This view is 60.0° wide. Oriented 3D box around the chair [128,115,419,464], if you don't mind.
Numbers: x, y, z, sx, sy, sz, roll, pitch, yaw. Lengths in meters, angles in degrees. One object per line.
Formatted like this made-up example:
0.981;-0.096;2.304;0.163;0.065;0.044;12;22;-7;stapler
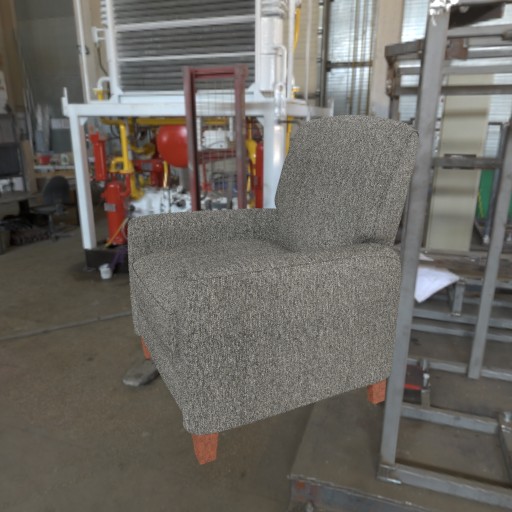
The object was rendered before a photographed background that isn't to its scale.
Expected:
0.000;0.000;1.664;0.864;1.014;0.848;-8;19;-25;chair
